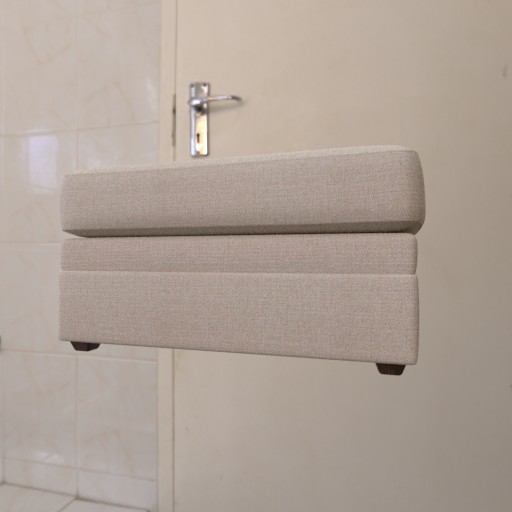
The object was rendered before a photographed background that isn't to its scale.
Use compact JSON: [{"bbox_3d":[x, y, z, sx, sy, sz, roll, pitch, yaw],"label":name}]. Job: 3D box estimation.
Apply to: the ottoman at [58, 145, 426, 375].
[{"bbox_3d":[0.000,0.000,1.258,0.885,0.478,0.637,0,0,18],"label":"ottoman"}]
